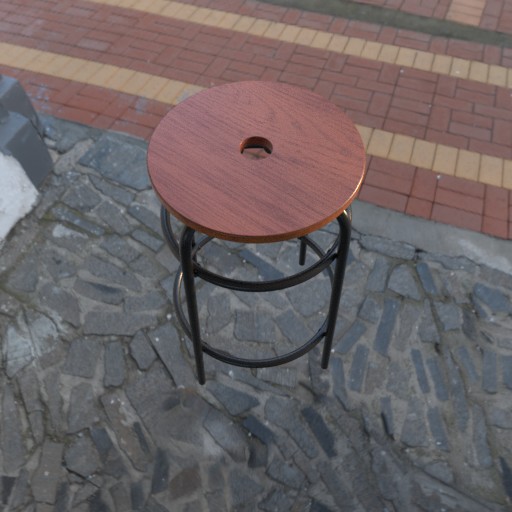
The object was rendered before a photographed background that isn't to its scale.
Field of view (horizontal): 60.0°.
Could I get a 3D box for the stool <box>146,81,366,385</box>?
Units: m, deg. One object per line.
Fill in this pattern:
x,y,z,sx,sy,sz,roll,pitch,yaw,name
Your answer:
0.000,0.000,0.936,0.455,0.610,0.455,33,63,19,stool
